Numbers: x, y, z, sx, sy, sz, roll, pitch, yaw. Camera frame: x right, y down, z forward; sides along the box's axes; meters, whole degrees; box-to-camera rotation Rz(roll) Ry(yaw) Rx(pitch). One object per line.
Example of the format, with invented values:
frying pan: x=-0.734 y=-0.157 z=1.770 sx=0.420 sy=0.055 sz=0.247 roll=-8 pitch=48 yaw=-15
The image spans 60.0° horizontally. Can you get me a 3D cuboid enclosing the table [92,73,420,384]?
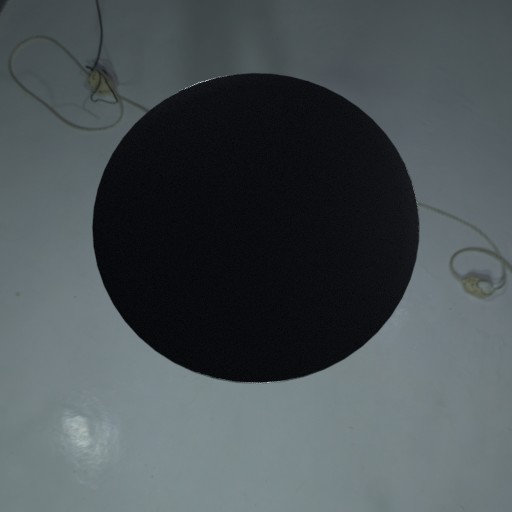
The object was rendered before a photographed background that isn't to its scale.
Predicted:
table: x=0.000 y=0.000 z=1.107 sx=0.597 sy=0.618 sz=0.597 roll=0 pitch=76 yaw=0
